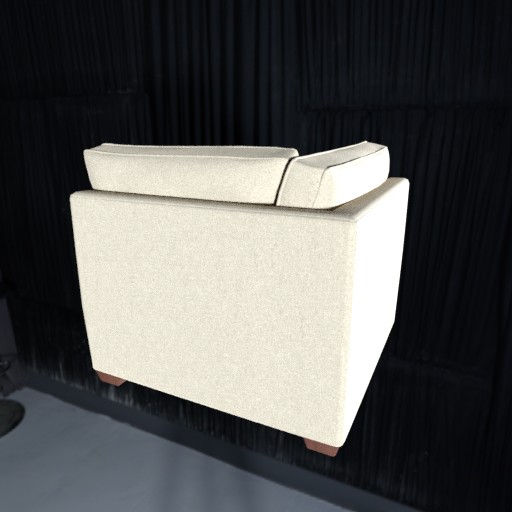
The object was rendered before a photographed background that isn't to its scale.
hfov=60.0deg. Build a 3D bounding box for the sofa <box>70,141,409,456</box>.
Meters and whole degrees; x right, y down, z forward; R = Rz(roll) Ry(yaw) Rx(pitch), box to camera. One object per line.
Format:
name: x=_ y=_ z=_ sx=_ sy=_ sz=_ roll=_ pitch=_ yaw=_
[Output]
sofa: x=0.000 y=0.000 z=2.009 sx=1.146 sy=1.002 sz=1.084 roll=8 pitch=19 yaw=25
